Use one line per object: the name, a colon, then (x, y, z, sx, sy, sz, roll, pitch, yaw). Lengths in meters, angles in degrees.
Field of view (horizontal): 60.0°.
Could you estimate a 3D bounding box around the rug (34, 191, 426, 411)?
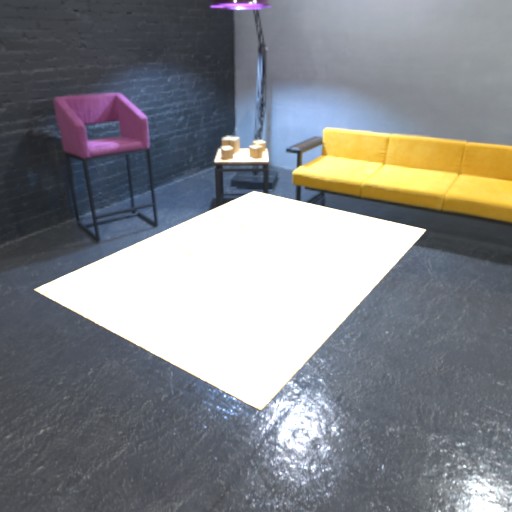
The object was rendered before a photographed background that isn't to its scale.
rug: (0.000, 0.000, 4.497, 2.438, 0.010, 3.353, 18, 32, 31)
